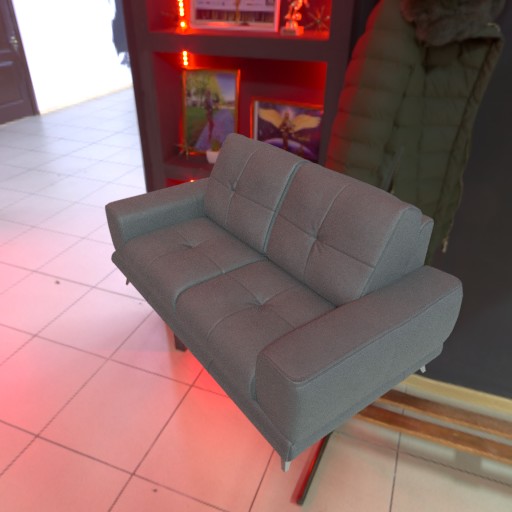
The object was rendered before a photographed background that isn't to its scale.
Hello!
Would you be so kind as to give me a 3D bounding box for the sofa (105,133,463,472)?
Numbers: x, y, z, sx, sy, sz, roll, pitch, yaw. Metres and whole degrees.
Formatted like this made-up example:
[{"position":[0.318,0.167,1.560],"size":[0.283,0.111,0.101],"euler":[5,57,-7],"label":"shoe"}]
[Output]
[{"position":[0.000,0.000,2.339],"size":[1.018,0.907,1.806],"euler":[-21,37,-30],"label":"sofa"}]
